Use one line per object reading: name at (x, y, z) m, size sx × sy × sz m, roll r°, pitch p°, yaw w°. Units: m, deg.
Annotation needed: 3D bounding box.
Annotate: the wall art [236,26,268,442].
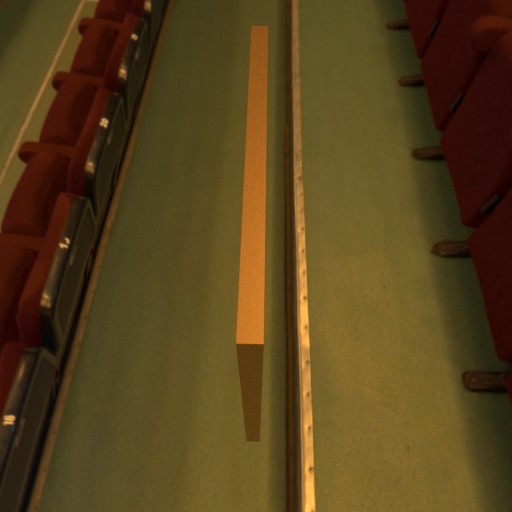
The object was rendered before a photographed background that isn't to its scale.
wall art at (0.000, 0.000, 1.133) m, size 0.038 × 0.762 × 0.762 m, roll 1°, pitch 58°, yaw 1°
